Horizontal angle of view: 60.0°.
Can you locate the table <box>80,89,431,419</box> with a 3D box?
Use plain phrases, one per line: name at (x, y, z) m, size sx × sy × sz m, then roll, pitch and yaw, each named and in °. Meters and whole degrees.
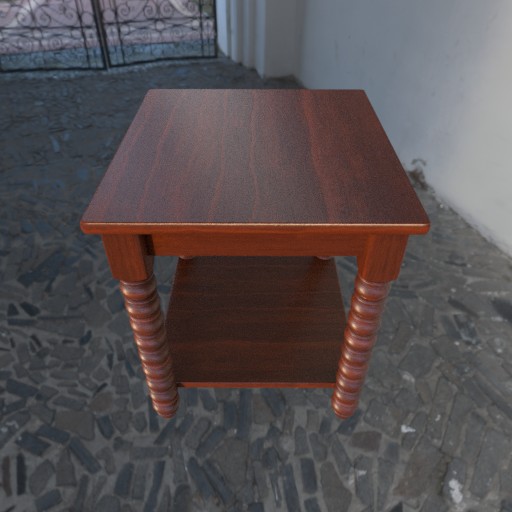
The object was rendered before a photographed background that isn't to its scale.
table at (0.000, 0.000, 1.008) m, size 0.500 × 0.567 × 0.533 m, roll 0°, pitch 40°, yaw 0°
